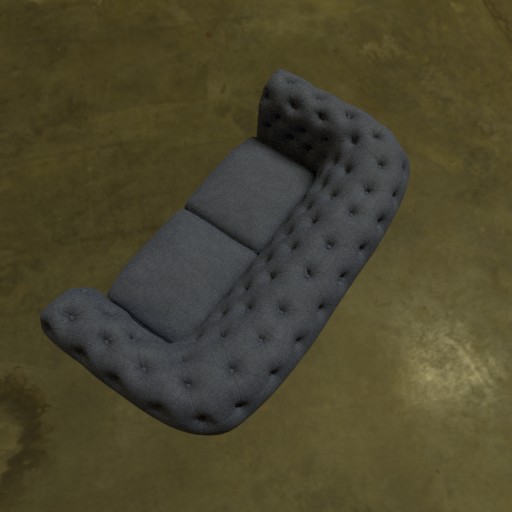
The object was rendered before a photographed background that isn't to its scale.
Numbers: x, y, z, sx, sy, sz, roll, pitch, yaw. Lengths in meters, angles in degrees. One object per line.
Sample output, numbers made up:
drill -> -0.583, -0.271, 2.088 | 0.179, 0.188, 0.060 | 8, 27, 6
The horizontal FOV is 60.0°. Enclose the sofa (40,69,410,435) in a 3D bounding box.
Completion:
sofa -> 0.000, 0.000, 2.489 | 1.082, 0.833, 1.988 | 32, 68, 15
